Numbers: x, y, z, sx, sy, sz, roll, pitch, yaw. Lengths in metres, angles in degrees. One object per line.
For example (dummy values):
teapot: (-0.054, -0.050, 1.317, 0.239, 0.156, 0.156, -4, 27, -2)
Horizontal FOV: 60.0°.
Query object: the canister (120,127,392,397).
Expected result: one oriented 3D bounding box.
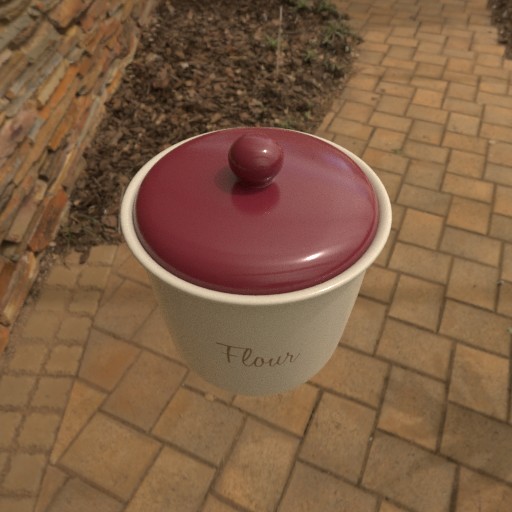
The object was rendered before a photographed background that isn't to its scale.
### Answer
canister: (0.000, 0.000, 0.345, 0.182, 0.208, 0.182, 0, 47, 0)
